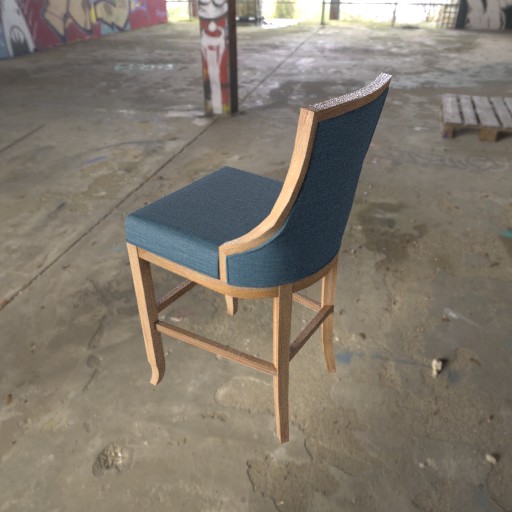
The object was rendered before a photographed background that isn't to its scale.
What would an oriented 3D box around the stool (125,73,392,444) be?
[{"bbox_3d":[0.000,0.000,1.433,0.626,1.101,0.524,20,38,28],"label":"stool"}]
